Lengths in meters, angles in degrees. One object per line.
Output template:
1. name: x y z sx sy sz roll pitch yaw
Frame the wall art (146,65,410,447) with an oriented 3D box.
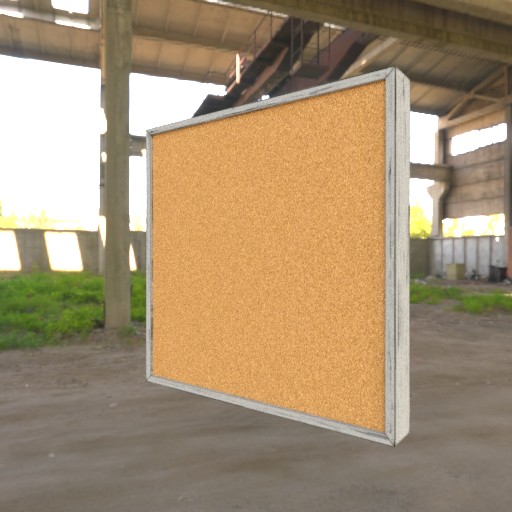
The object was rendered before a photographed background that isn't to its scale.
1. wall art: 0.000 0.000 0.457 0.303 0.303 0.036 0 0 37
